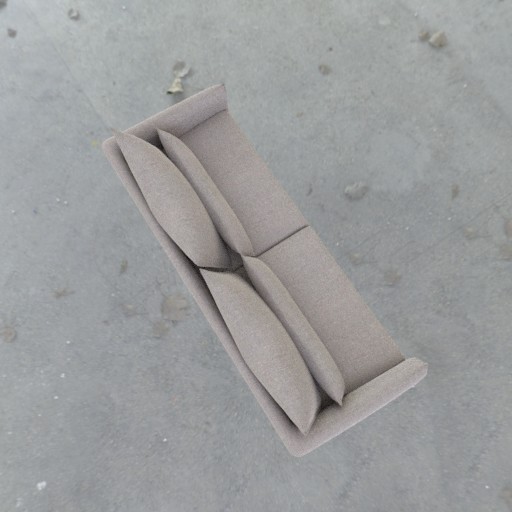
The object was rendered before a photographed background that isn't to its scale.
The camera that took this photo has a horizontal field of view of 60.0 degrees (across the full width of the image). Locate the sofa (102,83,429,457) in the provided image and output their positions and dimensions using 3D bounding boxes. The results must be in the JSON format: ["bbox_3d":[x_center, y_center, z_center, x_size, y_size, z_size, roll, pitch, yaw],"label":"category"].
[{"bbox_3d":[0.000,0.000,2.448,0.809,0.833,2.022,-32,77,-8],"label":"sofa"}]
